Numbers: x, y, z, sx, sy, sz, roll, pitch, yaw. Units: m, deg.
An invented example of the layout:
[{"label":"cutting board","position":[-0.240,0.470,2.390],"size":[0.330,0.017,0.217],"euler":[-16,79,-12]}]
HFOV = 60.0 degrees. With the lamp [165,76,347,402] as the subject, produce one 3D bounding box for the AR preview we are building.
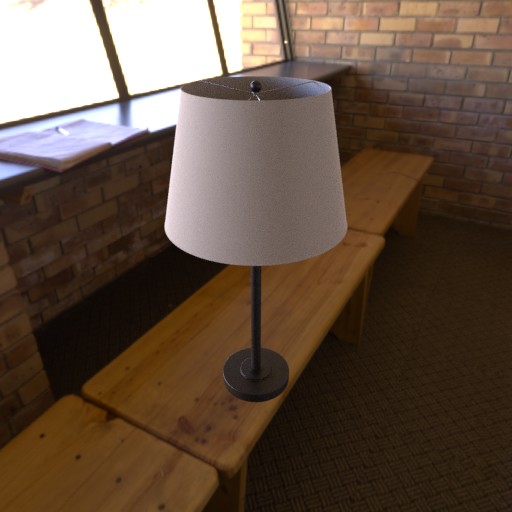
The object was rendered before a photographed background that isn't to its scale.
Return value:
[{"label":"lamp","position":[0.000,0.000,0.936],"size":[0.363,0.696,0.363],"euler":[0,30,0]}]
